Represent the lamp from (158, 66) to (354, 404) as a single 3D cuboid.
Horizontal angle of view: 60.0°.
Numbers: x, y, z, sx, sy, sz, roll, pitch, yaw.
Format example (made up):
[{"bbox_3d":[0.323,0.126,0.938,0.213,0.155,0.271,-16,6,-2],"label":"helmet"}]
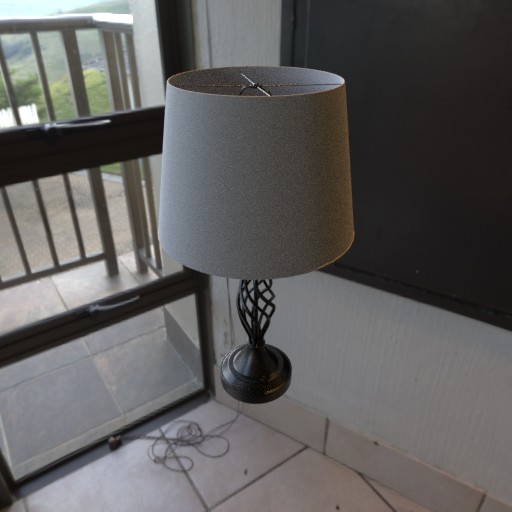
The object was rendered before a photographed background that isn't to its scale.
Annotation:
[{"bbox_3d":[0.000,0.000,0.789,0.331,0.594,0.331,0,31,0],"label":"lamp"}]
